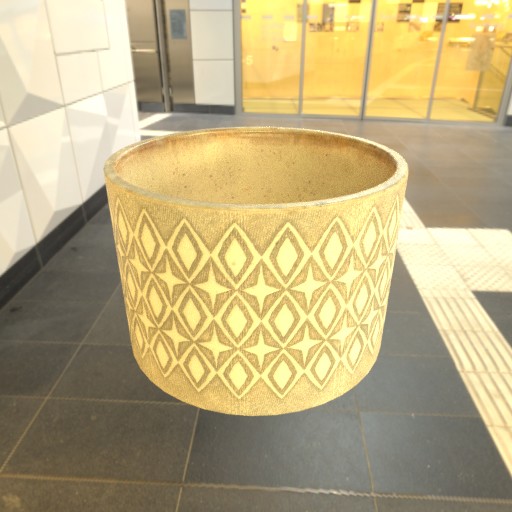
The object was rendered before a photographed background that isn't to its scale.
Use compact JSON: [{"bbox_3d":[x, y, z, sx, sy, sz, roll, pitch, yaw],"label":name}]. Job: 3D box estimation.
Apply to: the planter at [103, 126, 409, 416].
[{"bbox_3d":[0.000,0.000,0.315,0.186,0.144,0.186,0,27,0],"label":"planter"}]
